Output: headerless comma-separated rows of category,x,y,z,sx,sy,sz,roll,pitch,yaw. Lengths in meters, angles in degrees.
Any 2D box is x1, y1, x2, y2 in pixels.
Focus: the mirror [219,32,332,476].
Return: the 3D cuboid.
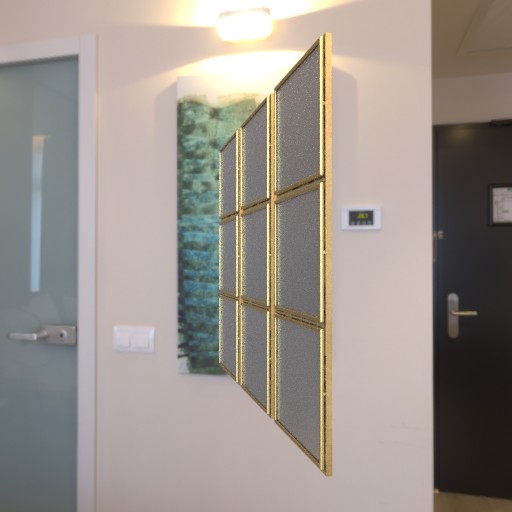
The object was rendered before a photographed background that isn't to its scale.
mirror,0.000,0.000,1.408,0.023,0.926,1.011,0,-1,-17
